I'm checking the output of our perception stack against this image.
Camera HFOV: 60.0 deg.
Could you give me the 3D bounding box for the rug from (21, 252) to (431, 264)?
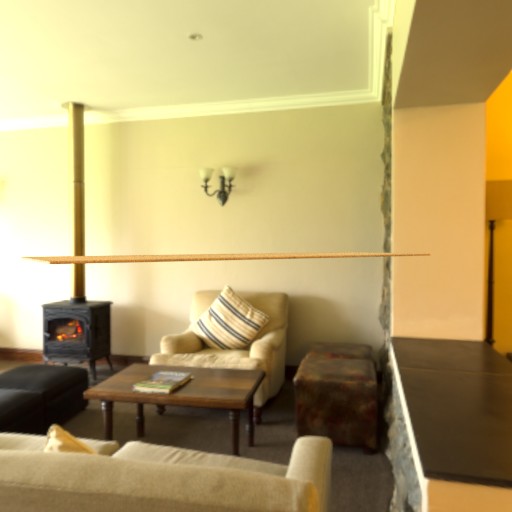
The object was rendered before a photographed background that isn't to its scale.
[{"bbox_3d":[0.000,0.000,2.694,2.452,0.012,0.775,-1,2,-35],"label":"rug"}]
